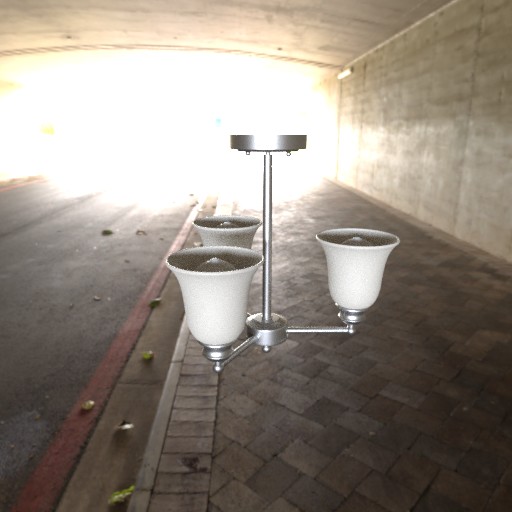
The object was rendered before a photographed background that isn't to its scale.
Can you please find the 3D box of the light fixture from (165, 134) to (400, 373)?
[{"bbox_3d":[0.000,0.000,0.700,0.388,0.370,0.354,9,18,29],"label":"light fixture"}]
